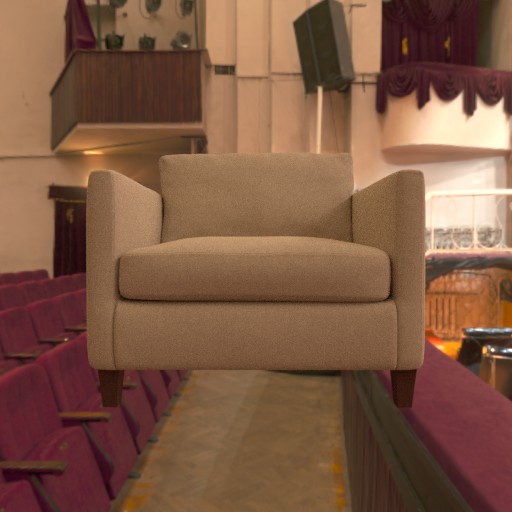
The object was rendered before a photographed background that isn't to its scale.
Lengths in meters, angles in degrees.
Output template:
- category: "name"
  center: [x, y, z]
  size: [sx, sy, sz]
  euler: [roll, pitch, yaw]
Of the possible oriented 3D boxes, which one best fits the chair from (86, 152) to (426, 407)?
- category: "chair"
  center: [0.000, 0.000, 1.842]
  size: [1.107, 0.961, 0.959]
  euler: [0, 1, 0]
